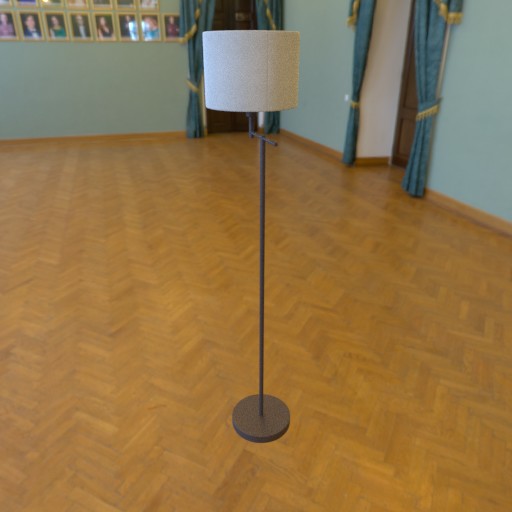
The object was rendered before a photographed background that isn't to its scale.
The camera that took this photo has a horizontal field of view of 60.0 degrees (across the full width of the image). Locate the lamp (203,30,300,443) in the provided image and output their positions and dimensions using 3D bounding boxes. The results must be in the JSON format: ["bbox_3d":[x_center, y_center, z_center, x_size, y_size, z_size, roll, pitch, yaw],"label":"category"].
[{"bbox_3d":[0.000,0.000,1.771,0.324,1.600,0.416,-8,26,-18],"label":"lamp"}]
